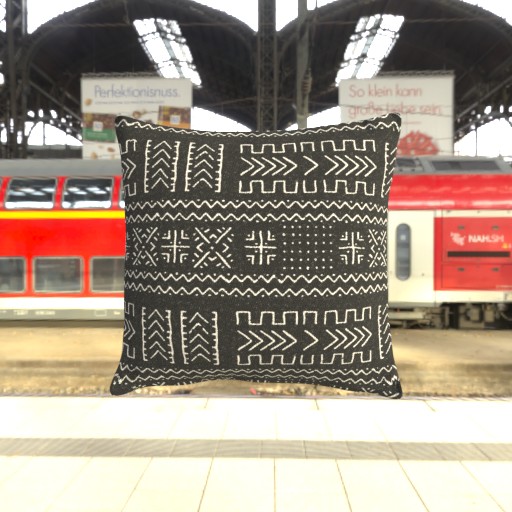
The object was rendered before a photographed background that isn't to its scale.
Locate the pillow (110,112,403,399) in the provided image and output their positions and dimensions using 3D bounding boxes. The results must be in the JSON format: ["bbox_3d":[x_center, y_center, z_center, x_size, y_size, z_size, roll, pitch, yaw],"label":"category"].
[{"bbox_3d":[0.000,0.000,0.666,0.438,0.430,0.164,0,1,0],"label":"pillow"}]
